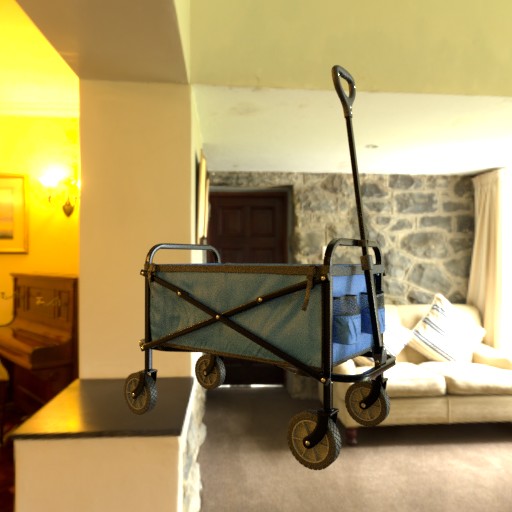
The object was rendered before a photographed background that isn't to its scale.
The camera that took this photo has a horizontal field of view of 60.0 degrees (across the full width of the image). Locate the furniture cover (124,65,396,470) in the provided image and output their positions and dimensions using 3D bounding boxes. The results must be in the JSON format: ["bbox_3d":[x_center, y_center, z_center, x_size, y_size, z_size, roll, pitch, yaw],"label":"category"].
[{"bbox_3d":[0.000,0.000,1.749,1.038,1.295,0.532,0,0,36],"label":"furniture cover"}]
